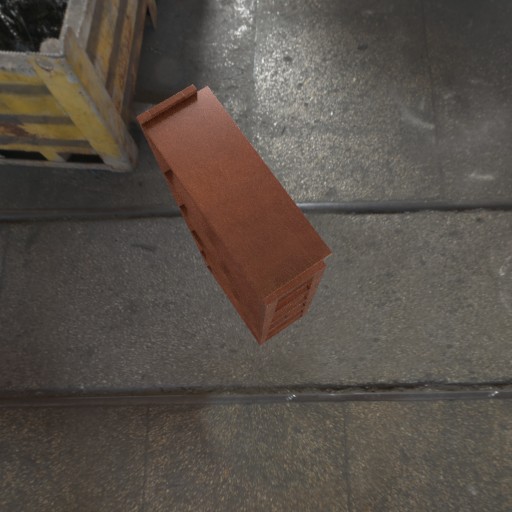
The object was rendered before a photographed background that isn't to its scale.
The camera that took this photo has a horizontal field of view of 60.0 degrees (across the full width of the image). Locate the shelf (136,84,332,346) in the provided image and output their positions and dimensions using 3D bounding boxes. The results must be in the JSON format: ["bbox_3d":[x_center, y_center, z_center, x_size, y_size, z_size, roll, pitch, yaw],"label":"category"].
[{"bbox_3d":[0.000,0.000,2.138,0.382,1.892,0.660,-33,78,-8],"label":"shelf"}]
